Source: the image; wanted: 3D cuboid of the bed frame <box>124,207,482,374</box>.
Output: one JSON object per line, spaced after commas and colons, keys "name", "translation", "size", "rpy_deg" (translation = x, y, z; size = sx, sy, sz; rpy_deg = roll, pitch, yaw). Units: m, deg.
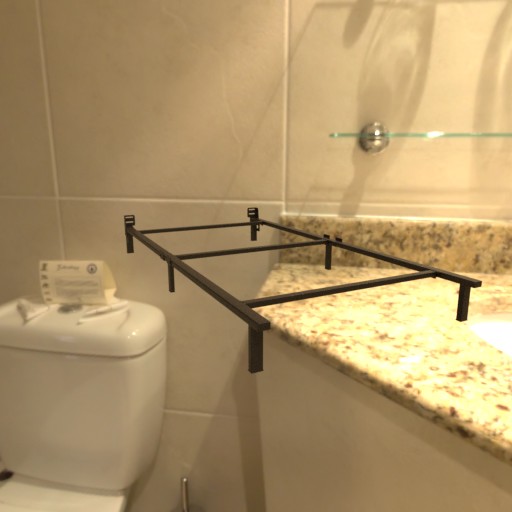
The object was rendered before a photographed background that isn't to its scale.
{"name": "bed frame", "translation": [0.000, 0.000, 2.299], "size": [0.968, 0.248, 1.897], "rpy_deg": [-7, 15, -26]}
